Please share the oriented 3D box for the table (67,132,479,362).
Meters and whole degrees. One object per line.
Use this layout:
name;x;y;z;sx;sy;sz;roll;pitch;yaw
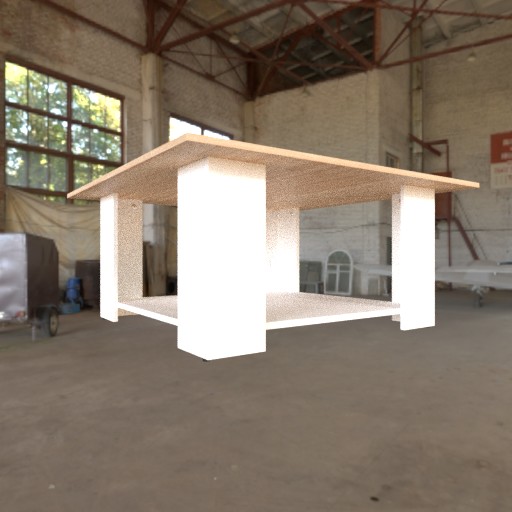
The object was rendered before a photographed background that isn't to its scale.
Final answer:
table;0.000;0.000;1.009;0.670;0.305;0.670;0;0;-35
